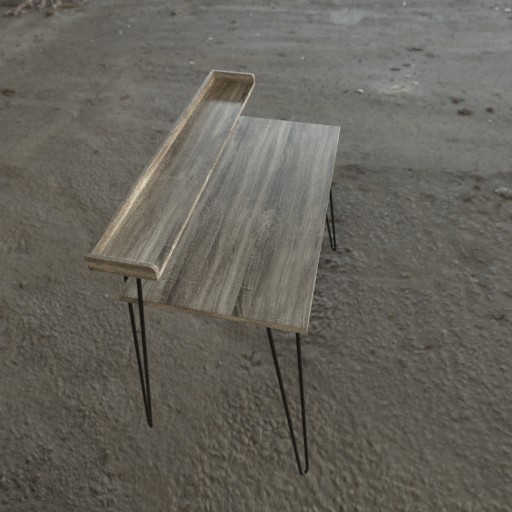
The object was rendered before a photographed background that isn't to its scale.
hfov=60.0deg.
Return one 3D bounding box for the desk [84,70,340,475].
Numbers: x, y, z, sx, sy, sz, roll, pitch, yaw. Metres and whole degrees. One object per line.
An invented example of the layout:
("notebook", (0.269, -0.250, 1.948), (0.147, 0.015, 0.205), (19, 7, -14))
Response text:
("desk", (0.000, 0.000, 1.623), (0.605, 0.899, 1.135), (9, 46, 9))
